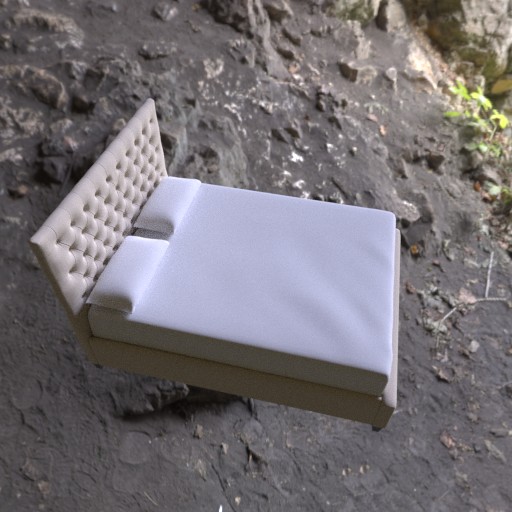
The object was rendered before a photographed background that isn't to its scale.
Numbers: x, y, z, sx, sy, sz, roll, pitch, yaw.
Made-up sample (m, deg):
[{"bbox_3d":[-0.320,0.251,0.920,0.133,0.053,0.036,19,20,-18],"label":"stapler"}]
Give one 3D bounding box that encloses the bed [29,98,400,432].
[{"bbox_3d":[0.000,0.000,3.330,2.233,1.426,1.696,10,48,9],"label":"bed"}]
